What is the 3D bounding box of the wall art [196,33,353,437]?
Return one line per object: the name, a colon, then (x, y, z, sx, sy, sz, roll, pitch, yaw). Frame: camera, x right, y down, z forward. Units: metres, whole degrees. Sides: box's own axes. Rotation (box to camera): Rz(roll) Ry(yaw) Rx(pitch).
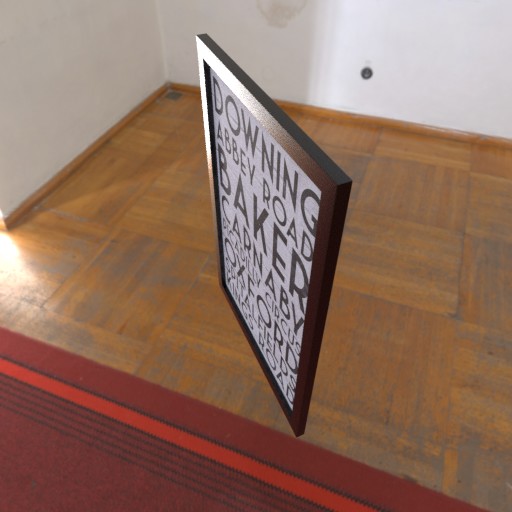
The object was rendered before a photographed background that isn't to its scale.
wall art: (0.000, 0.000, 0.558, 0.013, 0.432, 0.304, -18, 48, -16)
